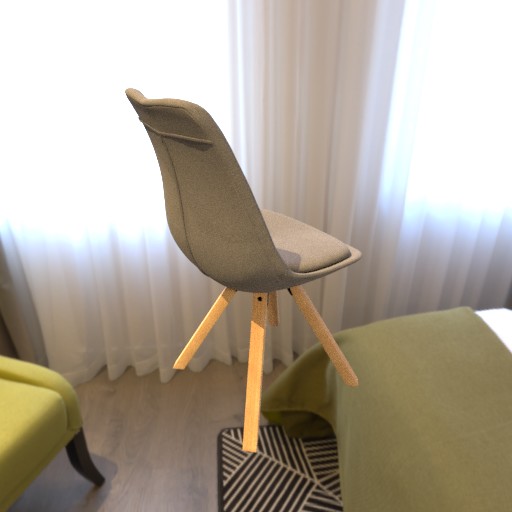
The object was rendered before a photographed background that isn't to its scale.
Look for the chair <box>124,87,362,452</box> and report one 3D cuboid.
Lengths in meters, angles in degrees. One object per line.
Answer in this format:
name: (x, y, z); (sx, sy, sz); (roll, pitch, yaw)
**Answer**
chair: (0.000, 0.000, 1.191); (0.549, 0.863, 0.474); (-18, 32, -32)
